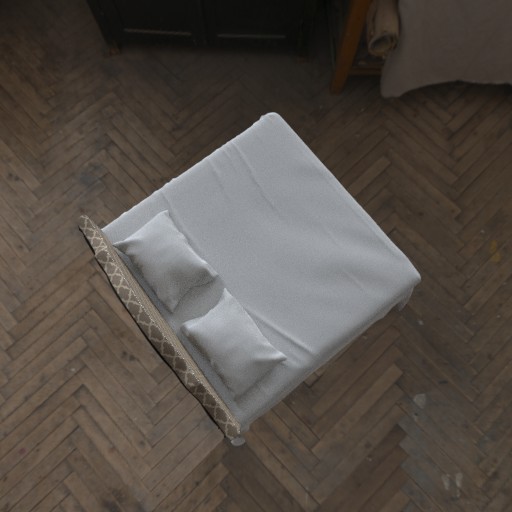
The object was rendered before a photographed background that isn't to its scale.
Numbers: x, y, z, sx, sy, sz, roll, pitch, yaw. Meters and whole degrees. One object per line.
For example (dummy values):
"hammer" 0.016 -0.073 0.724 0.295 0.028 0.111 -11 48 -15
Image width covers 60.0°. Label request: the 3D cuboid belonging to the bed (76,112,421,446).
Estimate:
"bed" 0.000 0.000 3.703 2.222 1.601 2.314 -37 78 -9
